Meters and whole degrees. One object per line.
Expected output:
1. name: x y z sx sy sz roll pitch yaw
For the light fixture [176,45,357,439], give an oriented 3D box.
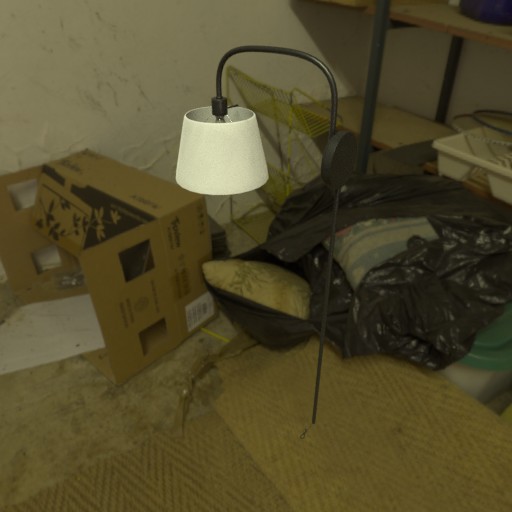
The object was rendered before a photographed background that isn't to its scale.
1. light fixture: 0.000 0.000 0.462 0.176 0.399 0.092 21 37 31
